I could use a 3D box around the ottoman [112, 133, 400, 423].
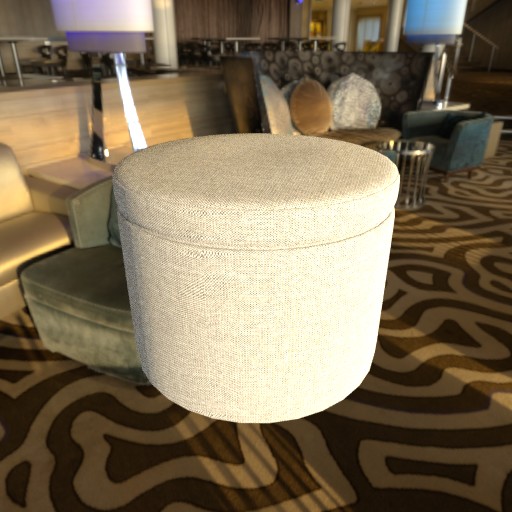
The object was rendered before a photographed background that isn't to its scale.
[{"bbox_3d":[0.000,0.000,0.879,0.500,0.419,0.500,0,26,0],"label":"ottoman"}]
